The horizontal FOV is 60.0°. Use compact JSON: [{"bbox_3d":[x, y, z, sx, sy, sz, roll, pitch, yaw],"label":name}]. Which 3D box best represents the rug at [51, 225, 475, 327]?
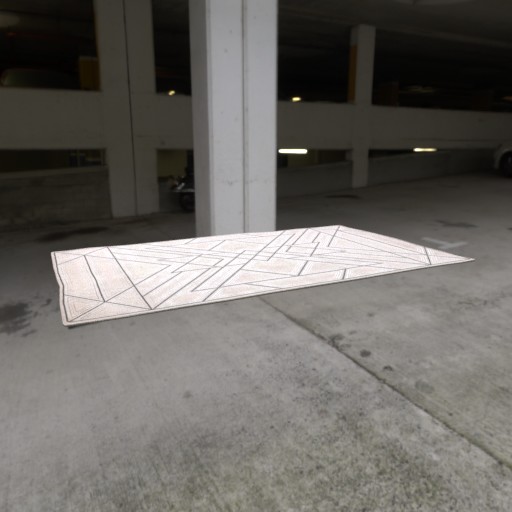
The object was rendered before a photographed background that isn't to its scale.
[{"bbox_3d":[0.000,0.000,1.048,0.869,0.008,0.511,-7,15,-25],"label":"rug"}]
